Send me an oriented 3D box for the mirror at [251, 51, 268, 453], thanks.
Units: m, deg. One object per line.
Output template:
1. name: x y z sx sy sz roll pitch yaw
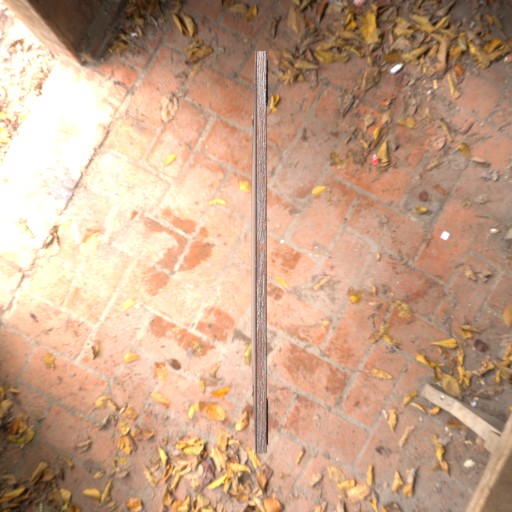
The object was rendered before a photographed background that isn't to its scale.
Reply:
1. mirror: 0.000 0.000 1.273 0.025 0.996 0.705 0 89 -1
